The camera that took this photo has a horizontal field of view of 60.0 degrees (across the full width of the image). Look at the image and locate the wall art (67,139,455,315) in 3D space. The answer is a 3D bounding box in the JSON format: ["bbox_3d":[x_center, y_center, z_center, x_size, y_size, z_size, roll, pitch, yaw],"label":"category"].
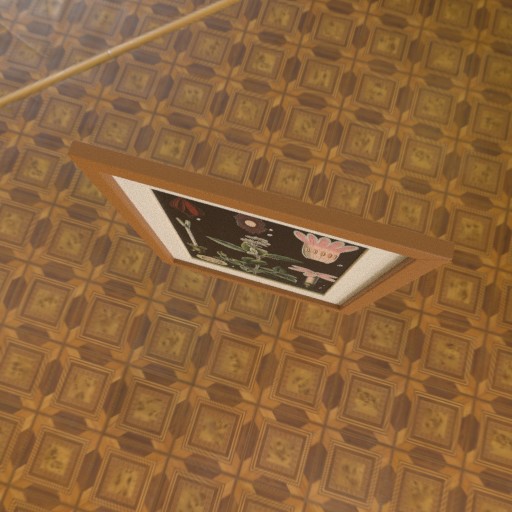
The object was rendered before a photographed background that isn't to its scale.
[{"bbox_3d":[0.000,0.000,0.527,0.310,0.379,0.015,16,77,4],"label":"wall art"}]
